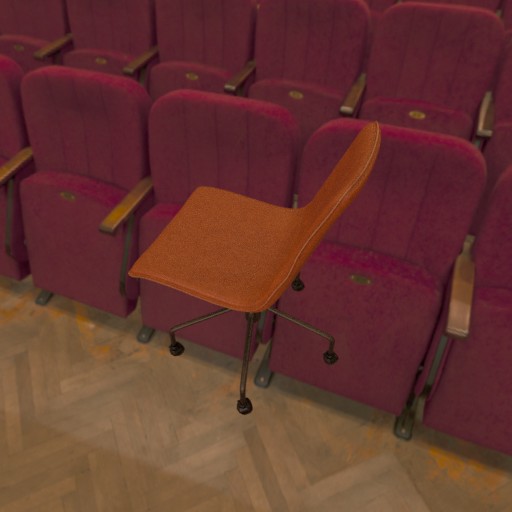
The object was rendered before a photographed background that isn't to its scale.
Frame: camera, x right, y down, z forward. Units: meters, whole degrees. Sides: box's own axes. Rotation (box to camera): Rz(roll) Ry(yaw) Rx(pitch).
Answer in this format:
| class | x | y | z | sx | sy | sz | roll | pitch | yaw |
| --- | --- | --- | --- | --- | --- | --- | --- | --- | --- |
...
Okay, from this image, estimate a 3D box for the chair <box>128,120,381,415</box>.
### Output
| class | x | y | z | sx | sy | sz | roll | pitch | yaw |
| --- | --- | --- | --- | --- | --- | --- | --- | --- | --- |
| chair | 0.000 | 0.000 | 1.429 | 0.660 | 0.920 | 0.651 | 16 | 48 | 15 |
